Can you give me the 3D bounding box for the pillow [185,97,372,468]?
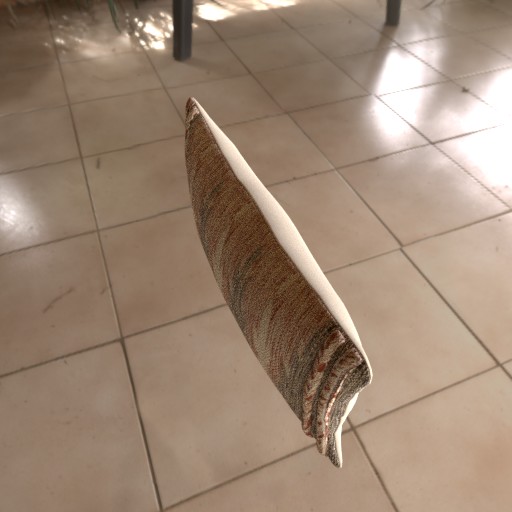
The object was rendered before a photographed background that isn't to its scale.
[{"bbox_3d":[0.000,0.000,0.738,0.139,0.282,0.635,-17,50,-15],"label":"pillow"}]
